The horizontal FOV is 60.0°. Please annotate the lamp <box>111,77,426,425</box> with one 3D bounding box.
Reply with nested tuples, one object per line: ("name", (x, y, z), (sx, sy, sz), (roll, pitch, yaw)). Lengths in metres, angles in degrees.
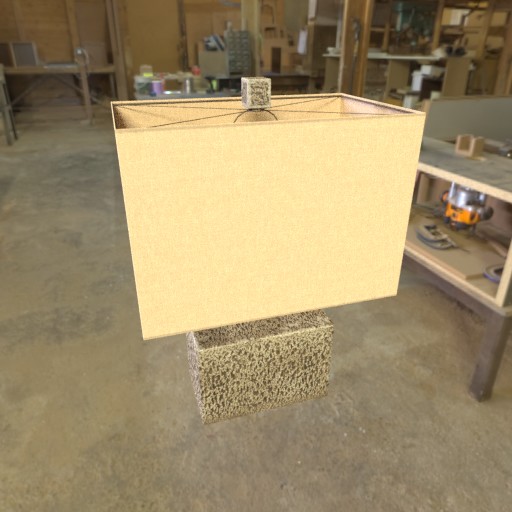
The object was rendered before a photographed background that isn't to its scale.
("lamp", (0.000, 0.000, 0.551), (0.294, 0.411, 0.180), (-8, 27, -15))
